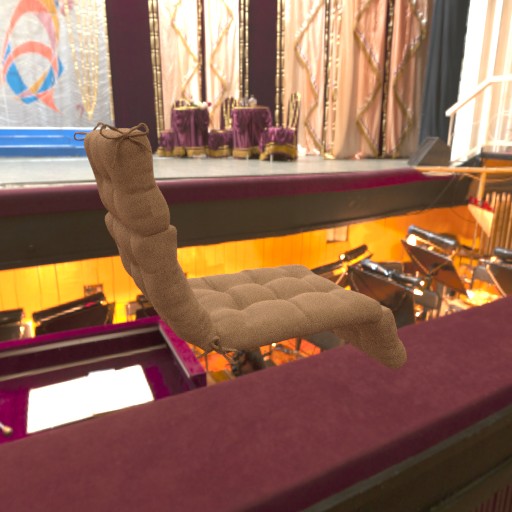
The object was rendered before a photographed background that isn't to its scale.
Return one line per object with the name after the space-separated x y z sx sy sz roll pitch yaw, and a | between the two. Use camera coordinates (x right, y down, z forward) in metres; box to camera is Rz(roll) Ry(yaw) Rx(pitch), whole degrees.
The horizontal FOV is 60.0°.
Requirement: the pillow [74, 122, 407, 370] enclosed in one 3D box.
0.000 0.000 1.491 1.016 0.863 0.526 -8 17 -27 | pillow
